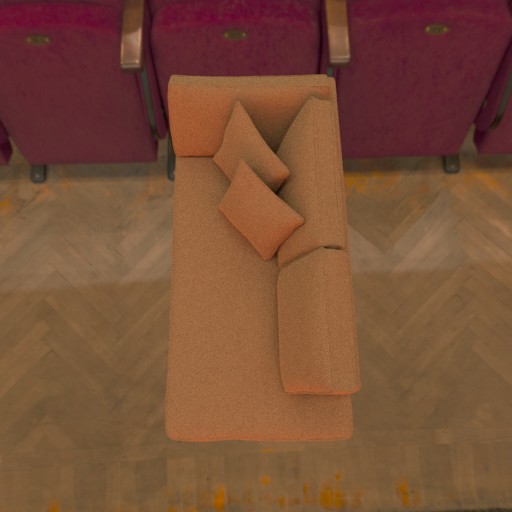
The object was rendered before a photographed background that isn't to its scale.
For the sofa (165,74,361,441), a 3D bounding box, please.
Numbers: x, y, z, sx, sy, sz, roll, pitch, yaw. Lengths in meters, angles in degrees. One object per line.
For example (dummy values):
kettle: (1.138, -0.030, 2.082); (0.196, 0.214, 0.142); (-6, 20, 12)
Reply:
sofa: (0.000, 0.000, 2.862); (1.110, 1.033, 2.237); (-1, 74, 0)
